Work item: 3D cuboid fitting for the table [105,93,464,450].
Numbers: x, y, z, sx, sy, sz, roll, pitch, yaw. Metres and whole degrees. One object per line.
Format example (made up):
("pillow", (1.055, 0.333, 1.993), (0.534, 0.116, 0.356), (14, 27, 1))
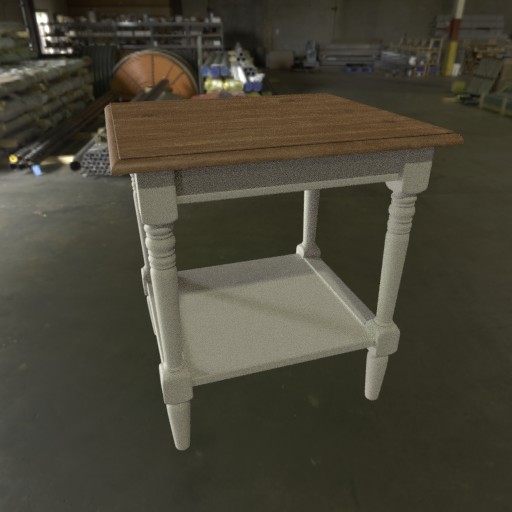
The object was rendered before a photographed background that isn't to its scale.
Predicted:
("table", (0.000, 0.000, 0.912), (0.508, 0.561, 0.457), (-8, 29, -16))
